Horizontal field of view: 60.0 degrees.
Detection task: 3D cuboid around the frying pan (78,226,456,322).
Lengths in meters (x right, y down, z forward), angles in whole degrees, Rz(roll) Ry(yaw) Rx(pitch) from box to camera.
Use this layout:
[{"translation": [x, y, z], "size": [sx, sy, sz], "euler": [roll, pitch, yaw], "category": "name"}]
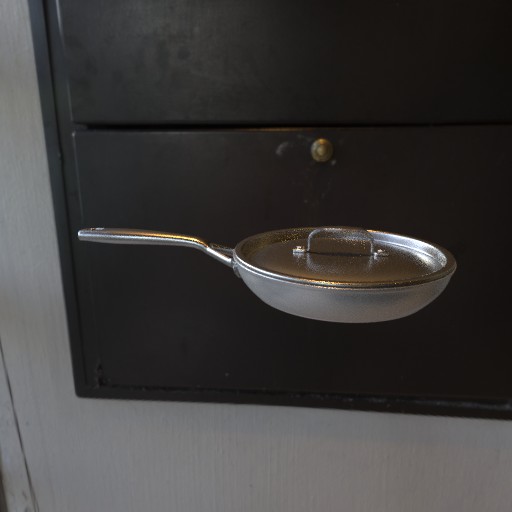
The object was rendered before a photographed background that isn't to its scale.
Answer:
[{"translation": [0.000, 0.000, 0.585], "size": [0.490, 0.086, 0.272], "euler": [3, 16, 9], "category": "frying pan"}]
